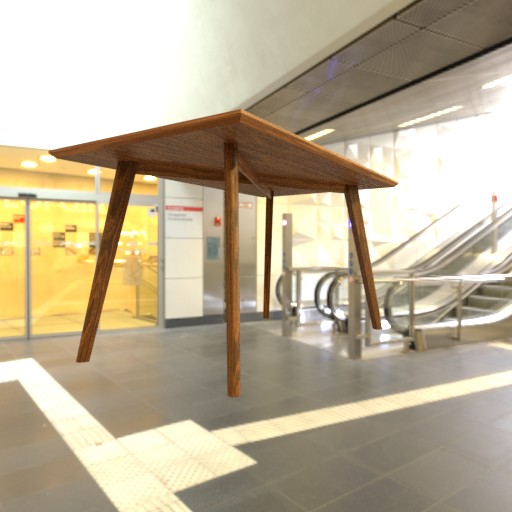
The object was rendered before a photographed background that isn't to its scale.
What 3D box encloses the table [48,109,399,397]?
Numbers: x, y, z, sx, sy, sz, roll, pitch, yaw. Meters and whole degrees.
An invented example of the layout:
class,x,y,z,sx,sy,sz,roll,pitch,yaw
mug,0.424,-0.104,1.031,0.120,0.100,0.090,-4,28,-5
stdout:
class,x,y,z,sx,sy,sz,roll,pitch,yaw
table,0.000,0.000,1.852,0.801,0.724,1.349,0,1,33
